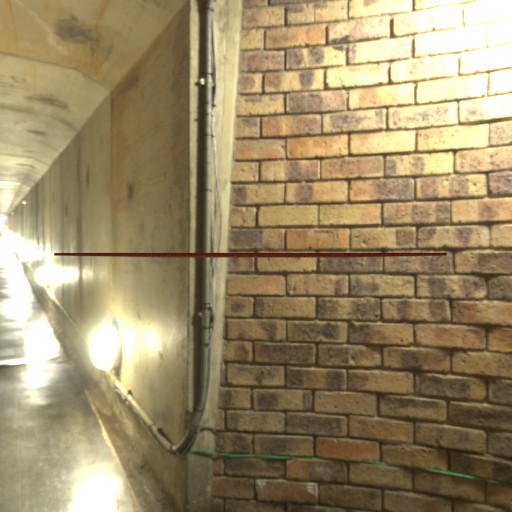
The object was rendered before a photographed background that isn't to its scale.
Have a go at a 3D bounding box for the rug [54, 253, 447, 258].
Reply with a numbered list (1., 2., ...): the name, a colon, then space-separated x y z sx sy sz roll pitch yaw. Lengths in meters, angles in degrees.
1. rug: 0.000 0.000 2.897 1.593 0.013 2.211 0 0 2
